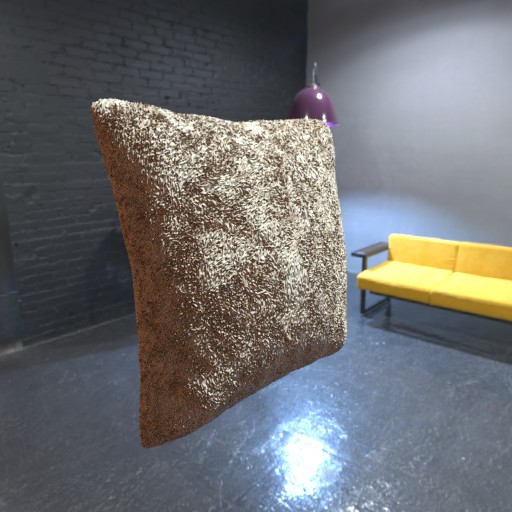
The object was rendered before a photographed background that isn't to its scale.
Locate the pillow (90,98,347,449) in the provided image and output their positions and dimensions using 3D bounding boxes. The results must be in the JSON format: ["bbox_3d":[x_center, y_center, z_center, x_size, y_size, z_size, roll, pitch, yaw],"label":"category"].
[{"bbox_3d":[0.000,0.000,0.806,0.218,0.515,0.529,13,19,42],"label":"pillow"}]
